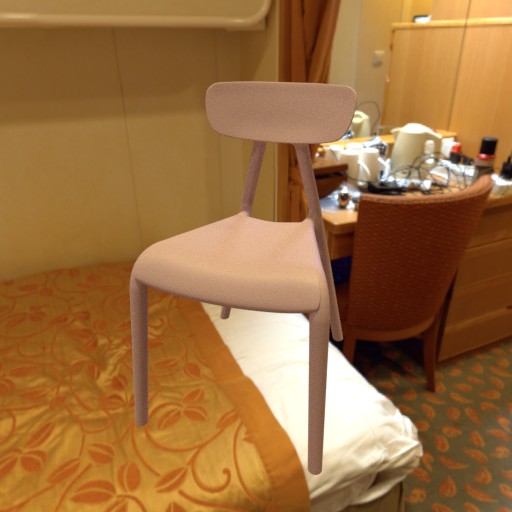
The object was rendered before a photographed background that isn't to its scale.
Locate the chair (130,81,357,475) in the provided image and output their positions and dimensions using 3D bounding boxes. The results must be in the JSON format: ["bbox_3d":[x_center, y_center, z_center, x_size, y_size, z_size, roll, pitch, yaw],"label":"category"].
[{"bbox_3d":[0.000,0.000,0.829,0.356,0.580,0.401,8,27,16],"label":"chair"}]
